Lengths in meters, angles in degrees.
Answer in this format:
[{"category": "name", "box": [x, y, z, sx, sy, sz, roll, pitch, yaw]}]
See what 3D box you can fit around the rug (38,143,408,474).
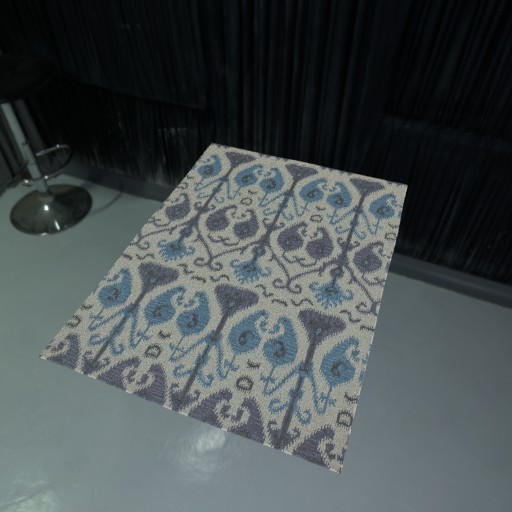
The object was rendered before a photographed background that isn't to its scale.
[{"category": "rug", "box": [0.000, 0.000, 2.920, 1.676, 0.013, 2.261, 15, 48, 14]}]
